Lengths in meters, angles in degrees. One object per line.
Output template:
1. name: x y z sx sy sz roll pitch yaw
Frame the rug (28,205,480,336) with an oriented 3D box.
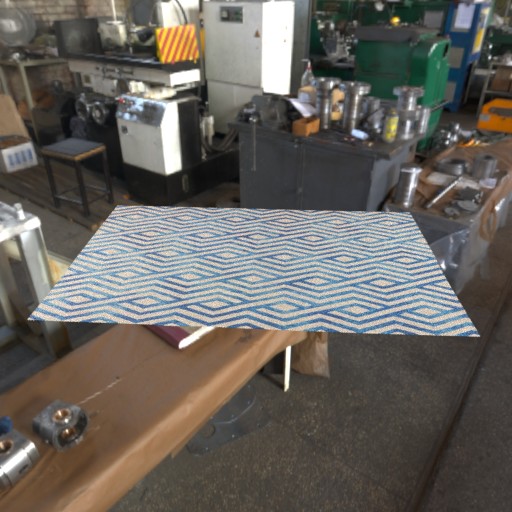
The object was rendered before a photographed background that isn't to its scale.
1. rug: 0.000 0.000 3.036 2.439 0.008 1.531 2 31 3
